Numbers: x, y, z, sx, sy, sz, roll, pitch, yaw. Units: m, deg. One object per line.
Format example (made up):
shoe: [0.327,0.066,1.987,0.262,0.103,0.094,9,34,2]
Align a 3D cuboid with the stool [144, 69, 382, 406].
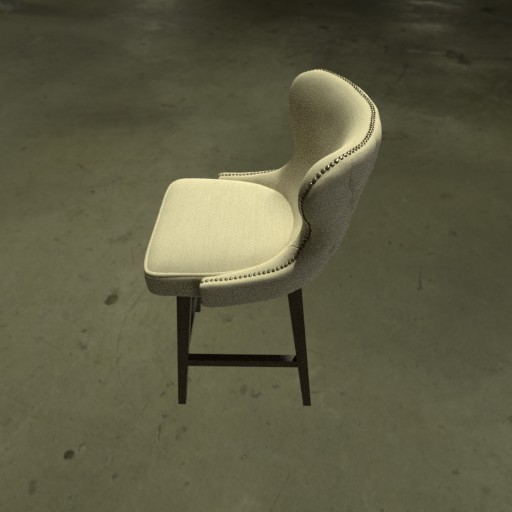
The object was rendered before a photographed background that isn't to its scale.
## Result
stool: [0.000,0.000,1.383,0.597,0.972,0.615,1,41,1]
